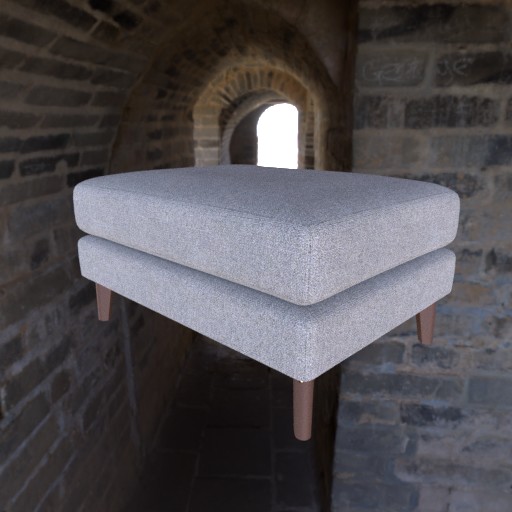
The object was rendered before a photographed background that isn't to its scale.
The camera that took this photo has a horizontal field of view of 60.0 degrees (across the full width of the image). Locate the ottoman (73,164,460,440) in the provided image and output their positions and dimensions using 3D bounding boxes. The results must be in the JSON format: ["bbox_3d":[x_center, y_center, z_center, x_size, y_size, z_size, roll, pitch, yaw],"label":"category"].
[{"bbox_3d":[0.000,0.000,1.173,0.821,0.441,0.611,15,22,42],"label":"ottoman"}]
